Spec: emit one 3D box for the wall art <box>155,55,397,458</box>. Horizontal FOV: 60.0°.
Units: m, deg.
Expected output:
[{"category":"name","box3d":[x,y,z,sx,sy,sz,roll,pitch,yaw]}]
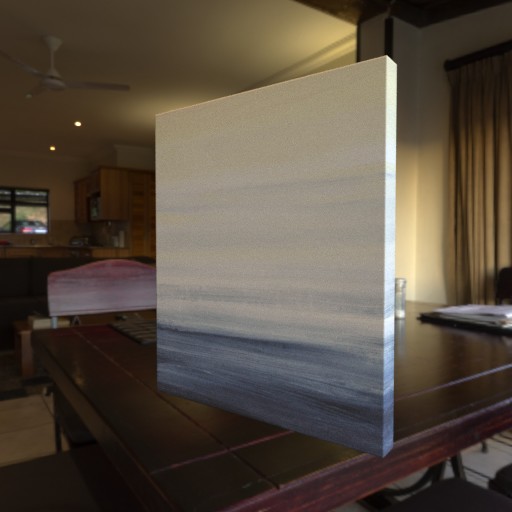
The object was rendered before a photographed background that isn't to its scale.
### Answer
[{"category":"wall art","box3d":[0.000,0.000,0.706,0.435,0.511,0.037,1,2,37]}]
